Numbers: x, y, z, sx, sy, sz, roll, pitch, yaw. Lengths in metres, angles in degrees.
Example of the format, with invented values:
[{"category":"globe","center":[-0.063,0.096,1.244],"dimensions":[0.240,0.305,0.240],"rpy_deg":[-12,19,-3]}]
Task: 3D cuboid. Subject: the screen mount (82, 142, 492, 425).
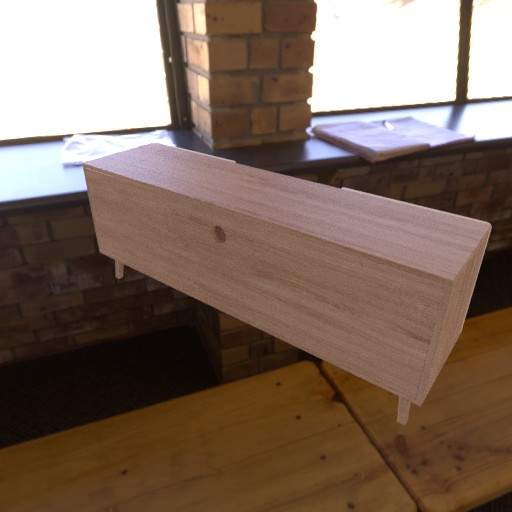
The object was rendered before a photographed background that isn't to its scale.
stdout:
[{"category":"screen mount","center":[0.000,0.000,1.736],"dimensions":[1.500,0.570,0.420],"rpy_deg":[21,36,32]}]
